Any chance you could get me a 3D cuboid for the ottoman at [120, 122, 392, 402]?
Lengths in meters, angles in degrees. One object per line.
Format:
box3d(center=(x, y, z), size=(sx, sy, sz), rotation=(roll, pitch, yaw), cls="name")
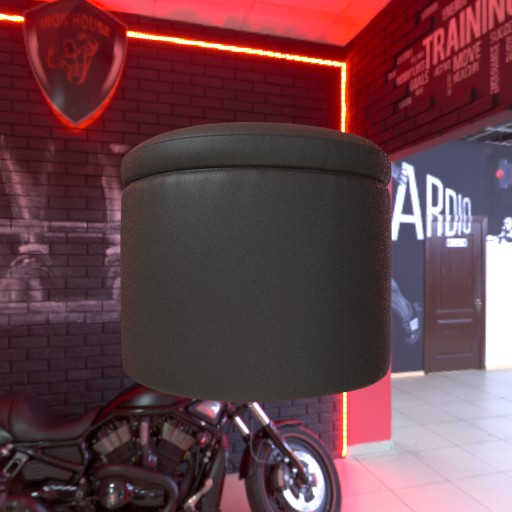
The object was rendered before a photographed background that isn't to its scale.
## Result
box3d(center=(0.000, 0.000, 0.853), size=(0.500, 0.409, 0.500), rotation=(0, 0, 0), cls="ottoman")
